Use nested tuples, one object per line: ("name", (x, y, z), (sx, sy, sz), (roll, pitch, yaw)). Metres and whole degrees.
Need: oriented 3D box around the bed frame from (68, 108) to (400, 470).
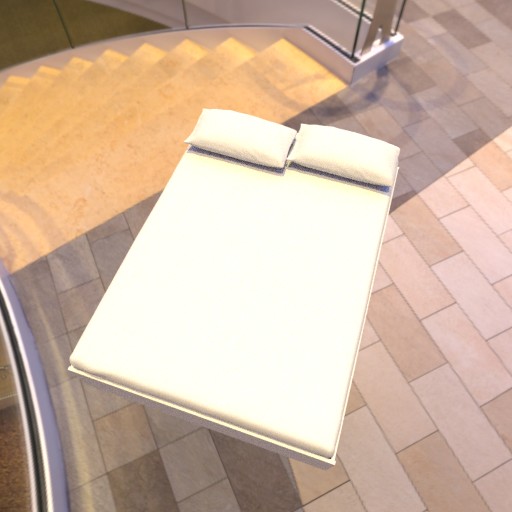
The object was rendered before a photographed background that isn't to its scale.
("bed frame", (0.000, 0.000, 2.692), (1.450, 0.629, 1.950), (16, 61, 9))
